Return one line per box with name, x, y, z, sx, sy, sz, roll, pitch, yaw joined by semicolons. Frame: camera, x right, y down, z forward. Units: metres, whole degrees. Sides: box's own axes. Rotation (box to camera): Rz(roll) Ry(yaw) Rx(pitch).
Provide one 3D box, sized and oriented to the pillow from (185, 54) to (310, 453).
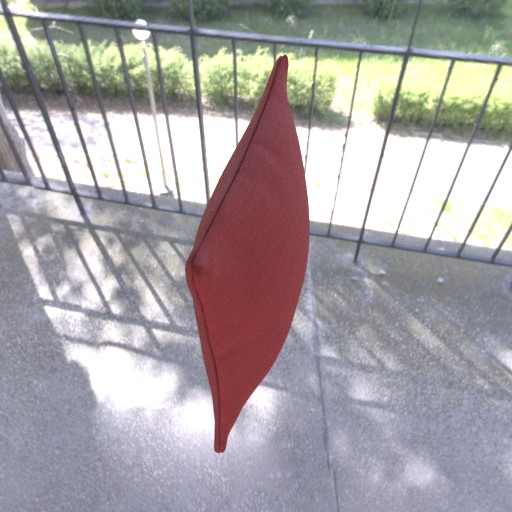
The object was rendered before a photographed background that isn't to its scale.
pillow;0.000;0.000;0.652;0.151;0.416;0.435;9;47;9
